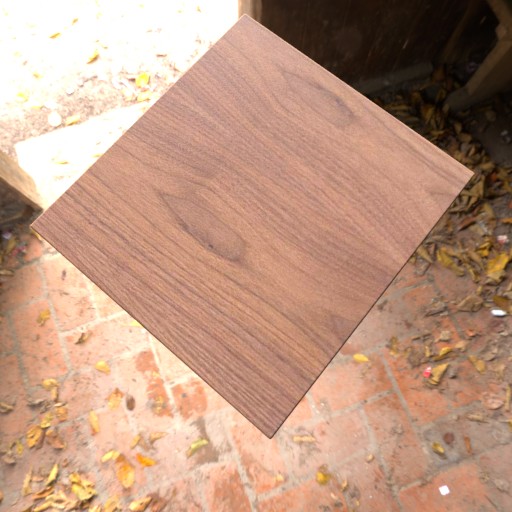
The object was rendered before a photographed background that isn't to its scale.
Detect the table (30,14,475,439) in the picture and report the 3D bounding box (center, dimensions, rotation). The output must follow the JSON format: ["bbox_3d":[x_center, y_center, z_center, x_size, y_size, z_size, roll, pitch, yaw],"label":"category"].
[{"bbox_3d":[0.000,0.000,0.828,0.384,0.567,0.411,39,79,9],"label":"table"}]
